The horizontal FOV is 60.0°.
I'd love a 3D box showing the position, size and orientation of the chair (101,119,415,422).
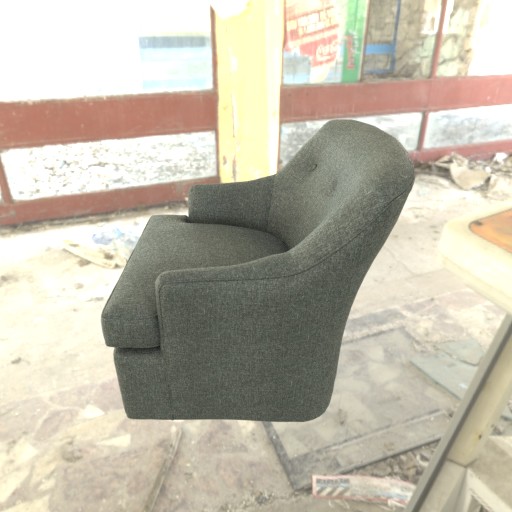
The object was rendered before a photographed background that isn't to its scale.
[{"bbox_3d":[0.000,0.000,1.592,0.923,0.856,0.864,0,28,-1],"label":"chair"}]
